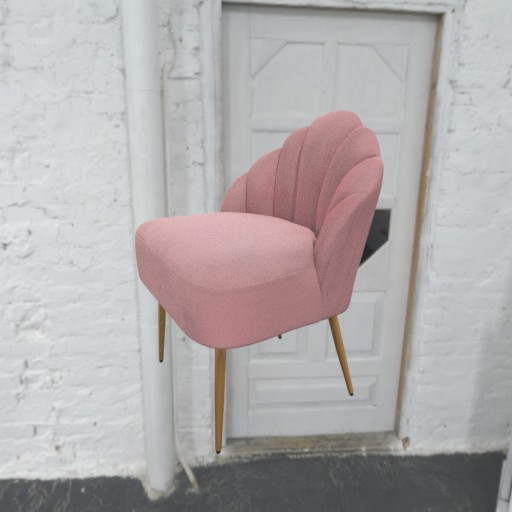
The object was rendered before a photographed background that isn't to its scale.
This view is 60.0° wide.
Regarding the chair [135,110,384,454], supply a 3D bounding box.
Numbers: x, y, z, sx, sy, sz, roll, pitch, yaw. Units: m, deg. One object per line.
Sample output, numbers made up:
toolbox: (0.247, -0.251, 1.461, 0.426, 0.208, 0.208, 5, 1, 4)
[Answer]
chair: (0.000, 0.000, 1.296, 0.599, 0.819, 0.657, -8, 18, -27)
